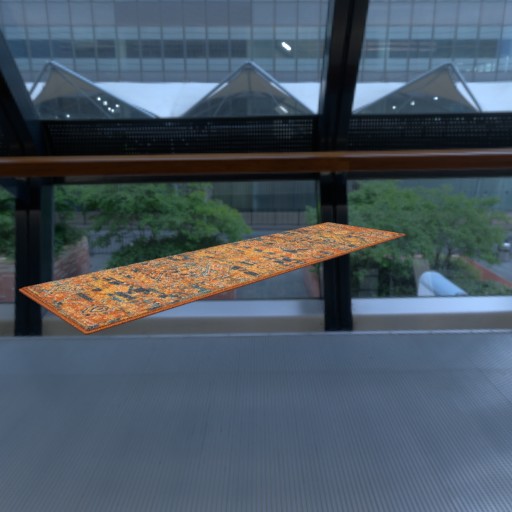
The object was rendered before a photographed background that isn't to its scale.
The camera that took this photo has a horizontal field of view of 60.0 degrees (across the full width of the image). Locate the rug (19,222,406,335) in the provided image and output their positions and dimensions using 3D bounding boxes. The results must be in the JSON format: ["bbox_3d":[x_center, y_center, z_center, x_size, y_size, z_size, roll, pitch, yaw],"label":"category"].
[{"bbox_3d":[0.000,0.000,2.482,0.651,0.016,2.274,14,20,43],"label":"rug"}]
